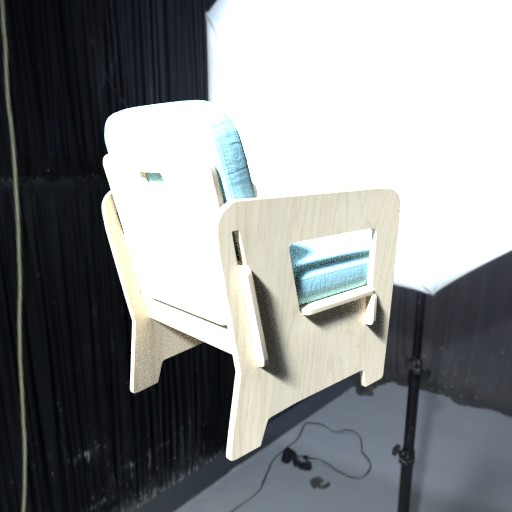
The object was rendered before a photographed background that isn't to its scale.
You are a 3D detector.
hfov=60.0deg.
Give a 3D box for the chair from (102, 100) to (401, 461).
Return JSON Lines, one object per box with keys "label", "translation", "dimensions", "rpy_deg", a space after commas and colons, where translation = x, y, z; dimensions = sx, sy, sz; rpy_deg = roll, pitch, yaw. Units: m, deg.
{"label": "chair", "translation": [0.000, 0.000, 1.291], "dimensions": [0.590, 0.800, 0.710], "rpy_deg": [12, 18, 43]}
